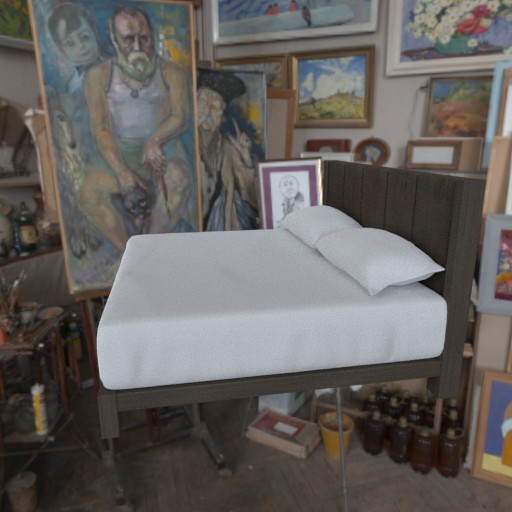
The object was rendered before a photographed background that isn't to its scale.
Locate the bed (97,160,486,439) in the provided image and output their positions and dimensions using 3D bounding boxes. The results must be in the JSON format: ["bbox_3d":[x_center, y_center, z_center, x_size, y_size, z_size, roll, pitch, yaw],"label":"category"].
[{"bbox_3d":[0.000,0.000,3.280,2.012,1.270,2.134,-3,15,-11],"label":"bed"}]
